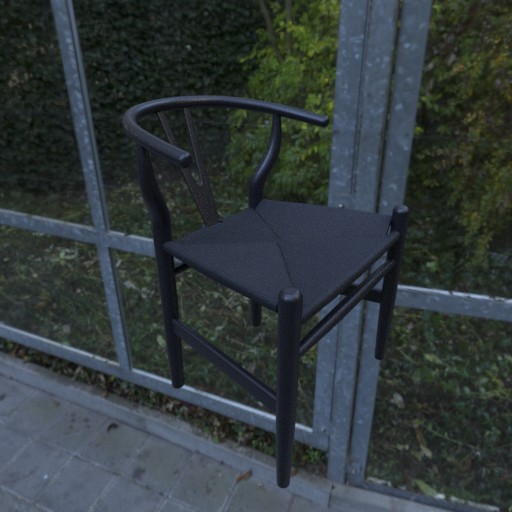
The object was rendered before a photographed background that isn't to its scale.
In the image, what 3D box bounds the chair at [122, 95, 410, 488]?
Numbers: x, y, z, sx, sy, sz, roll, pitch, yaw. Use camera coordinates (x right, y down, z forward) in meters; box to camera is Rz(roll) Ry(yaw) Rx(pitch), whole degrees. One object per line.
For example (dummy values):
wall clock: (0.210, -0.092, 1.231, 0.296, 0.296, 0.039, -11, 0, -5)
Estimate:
chair: (0.000, 0.000, 1.133, 0.579, 0.730, 0.569, 18, 31, 32)
